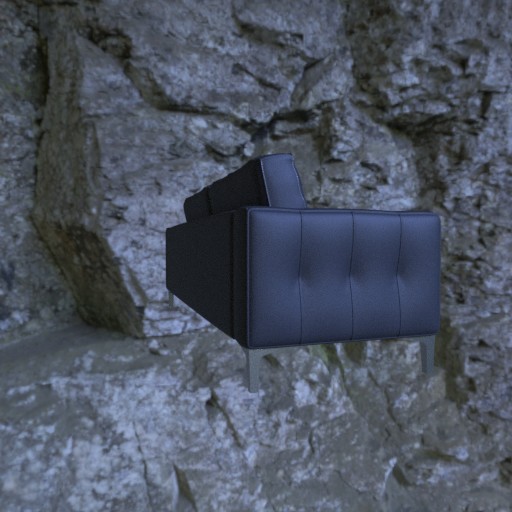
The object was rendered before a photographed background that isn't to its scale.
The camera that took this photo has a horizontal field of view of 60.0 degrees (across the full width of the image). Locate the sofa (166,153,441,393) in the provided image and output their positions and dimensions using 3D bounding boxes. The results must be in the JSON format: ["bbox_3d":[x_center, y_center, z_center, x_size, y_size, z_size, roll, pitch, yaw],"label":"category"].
[{"bbox_3d":[0.000,0.000,2.687,0.833,0.893,2.275,-1,2,-18],"label":"sofa"}]
